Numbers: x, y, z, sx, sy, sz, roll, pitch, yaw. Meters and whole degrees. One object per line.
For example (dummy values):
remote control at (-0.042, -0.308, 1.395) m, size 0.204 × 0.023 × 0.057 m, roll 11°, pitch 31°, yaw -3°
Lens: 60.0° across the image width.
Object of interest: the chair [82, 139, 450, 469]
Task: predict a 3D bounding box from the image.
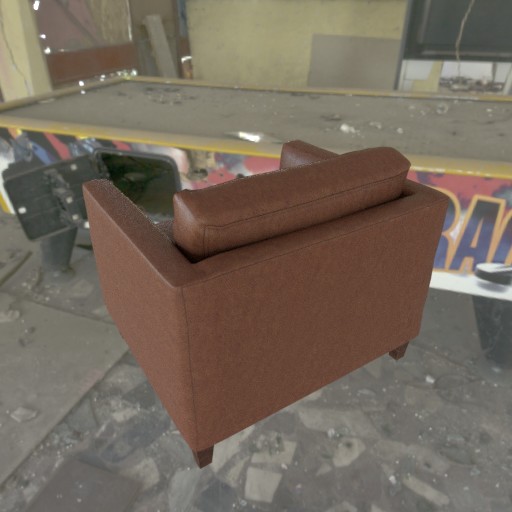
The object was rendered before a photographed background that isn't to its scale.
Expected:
chair at (0.000, 0.000, 1.819) m, size 1.107 × 0.917 × 0.959 m, roll -18°, pitch 34°, yaw -28°
